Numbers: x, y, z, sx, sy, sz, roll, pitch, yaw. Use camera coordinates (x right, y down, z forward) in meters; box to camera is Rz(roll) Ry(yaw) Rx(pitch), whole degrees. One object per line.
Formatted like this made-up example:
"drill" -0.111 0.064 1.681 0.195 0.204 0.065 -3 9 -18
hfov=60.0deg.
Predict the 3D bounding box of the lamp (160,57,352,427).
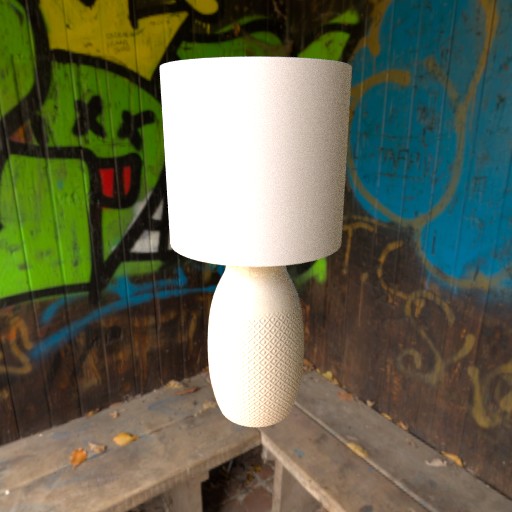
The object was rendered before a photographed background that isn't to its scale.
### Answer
"lamp" 0.000 0.000 0.579 0.217 0.453 0.217 9 20 25
